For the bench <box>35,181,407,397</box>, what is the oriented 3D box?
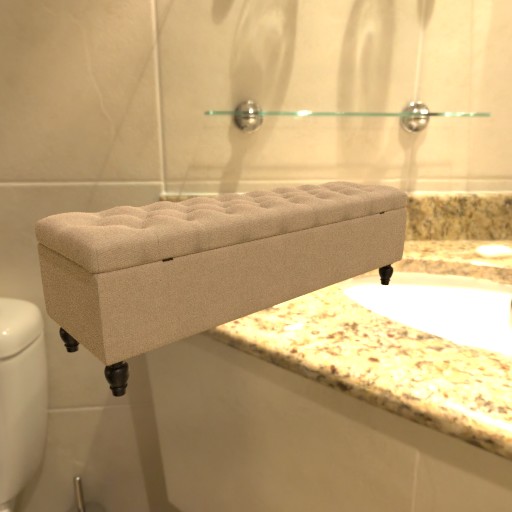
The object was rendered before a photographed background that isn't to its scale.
[{"bbox_3d":[0.000,0.000,1.742,1.480,0.467,0.455,-14,21,-40],"label":"bench"}]
